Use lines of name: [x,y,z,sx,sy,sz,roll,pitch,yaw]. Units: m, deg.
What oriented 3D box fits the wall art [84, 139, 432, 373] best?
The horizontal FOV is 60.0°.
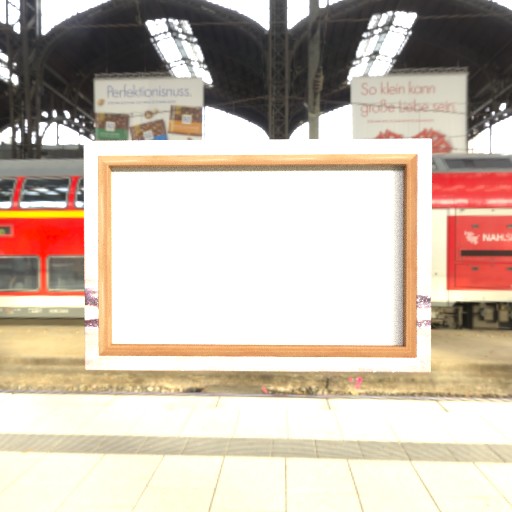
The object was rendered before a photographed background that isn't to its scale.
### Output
wall art: [0.000,0.000,1.182,0.913,0.609,0.038,0,1,2]
